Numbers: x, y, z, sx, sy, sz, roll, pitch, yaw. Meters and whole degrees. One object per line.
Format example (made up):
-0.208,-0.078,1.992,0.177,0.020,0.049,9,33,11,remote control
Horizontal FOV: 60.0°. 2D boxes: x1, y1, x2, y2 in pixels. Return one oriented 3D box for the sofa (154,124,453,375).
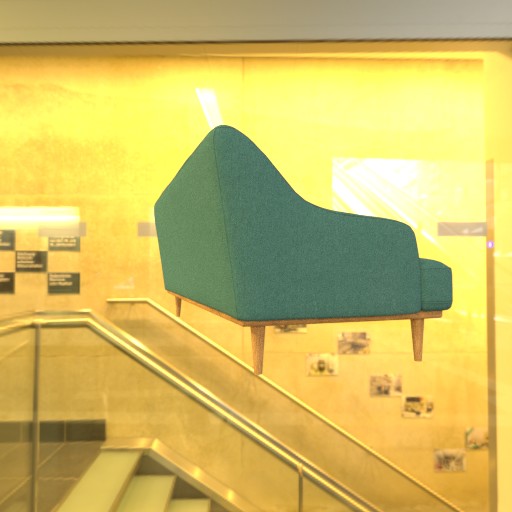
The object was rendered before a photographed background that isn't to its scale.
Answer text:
0.000,0.000,2.544,0.978,0.871,2.057,0,-1,-18,sofa
